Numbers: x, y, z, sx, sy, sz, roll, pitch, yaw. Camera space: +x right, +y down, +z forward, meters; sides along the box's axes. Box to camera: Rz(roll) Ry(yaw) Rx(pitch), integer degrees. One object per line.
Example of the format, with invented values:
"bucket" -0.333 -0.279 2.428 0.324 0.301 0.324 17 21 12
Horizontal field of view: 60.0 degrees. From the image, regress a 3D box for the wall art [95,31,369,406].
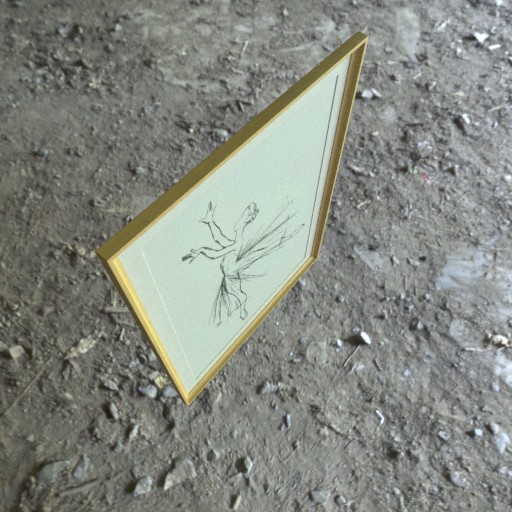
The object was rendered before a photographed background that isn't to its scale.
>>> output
"wall art" 0.000 0.000 1.310 0.030 1.002 0.798 35 65 19
